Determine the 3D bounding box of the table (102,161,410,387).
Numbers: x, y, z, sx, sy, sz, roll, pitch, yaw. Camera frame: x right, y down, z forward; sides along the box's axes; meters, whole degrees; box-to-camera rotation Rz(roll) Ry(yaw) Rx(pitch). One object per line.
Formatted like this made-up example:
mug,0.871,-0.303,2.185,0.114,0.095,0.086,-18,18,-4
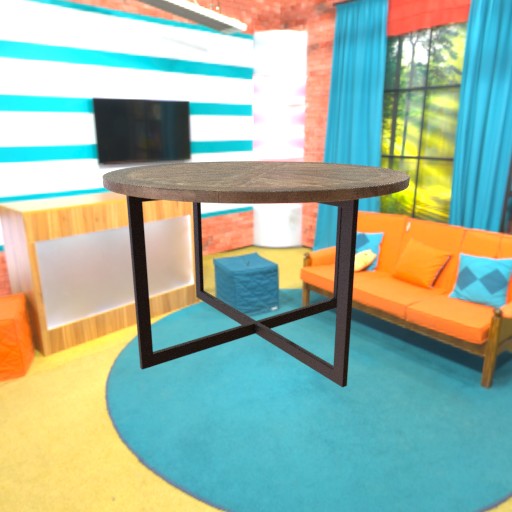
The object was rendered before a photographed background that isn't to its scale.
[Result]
table,0.000,0.000,2.023,1.264,0.762,1.264,0,16,0
